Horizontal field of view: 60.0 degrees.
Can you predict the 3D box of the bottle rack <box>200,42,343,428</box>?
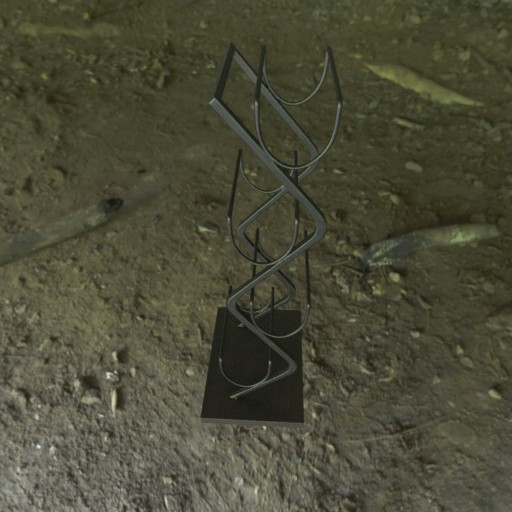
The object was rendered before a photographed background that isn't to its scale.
[{"bbox_3d":[0.000,0.000,0.674,0.178,0.559,0.254,2,42,2],"label":"bottle rack"}]
